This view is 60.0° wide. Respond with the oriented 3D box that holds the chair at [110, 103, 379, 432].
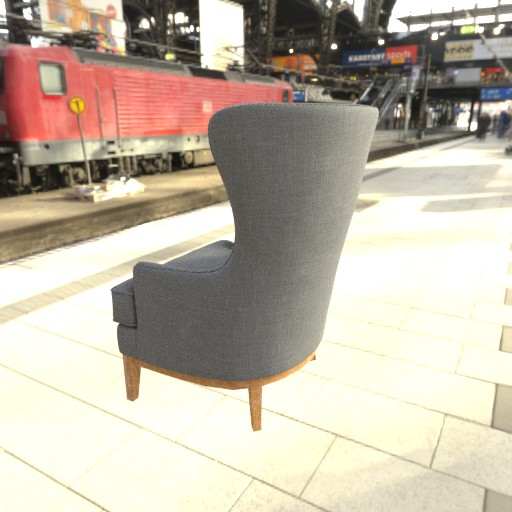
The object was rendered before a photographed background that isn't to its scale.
[{"bbox_3d":[0.000,0.000,1.837,0.883,1.176,0.864,9,19,27],"label":"chair"}]
